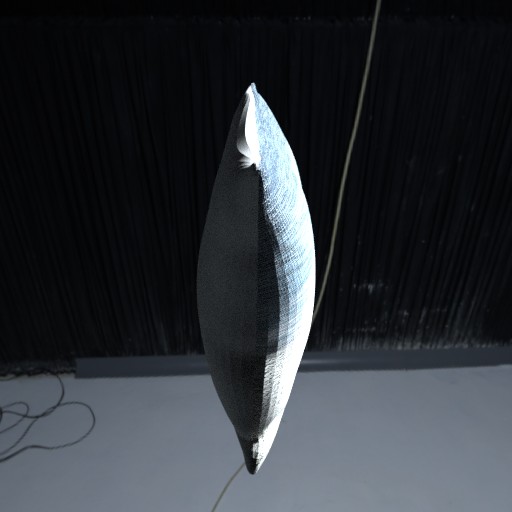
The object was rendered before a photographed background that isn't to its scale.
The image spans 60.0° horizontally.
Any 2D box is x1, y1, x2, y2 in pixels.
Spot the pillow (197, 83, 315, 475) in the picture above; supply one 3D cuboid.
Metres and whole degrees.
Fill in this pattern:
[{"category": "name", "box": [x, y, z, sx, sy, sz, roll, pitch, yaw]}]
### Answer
[{"category": "pillow", "box": [0.000, 0.000, 0.680, 0.182, 0.441, 0.440, 0, 31, -1]}]
